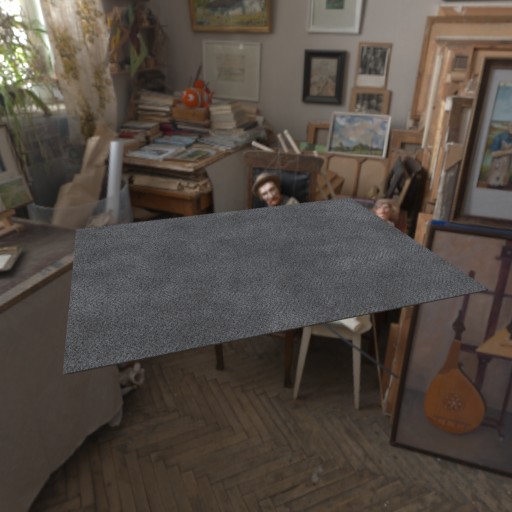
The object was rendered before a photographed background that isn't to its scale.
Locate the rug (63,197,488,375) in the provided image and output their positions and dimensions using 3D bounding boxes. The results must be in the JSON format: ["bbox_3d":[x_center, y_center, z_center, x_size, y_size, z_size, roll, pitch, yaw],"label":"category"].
[{"bbox_3d":[0.000,0.000,2.862,2.235,0.008,1.600,-8,28,-16],"label":"rug"}]
